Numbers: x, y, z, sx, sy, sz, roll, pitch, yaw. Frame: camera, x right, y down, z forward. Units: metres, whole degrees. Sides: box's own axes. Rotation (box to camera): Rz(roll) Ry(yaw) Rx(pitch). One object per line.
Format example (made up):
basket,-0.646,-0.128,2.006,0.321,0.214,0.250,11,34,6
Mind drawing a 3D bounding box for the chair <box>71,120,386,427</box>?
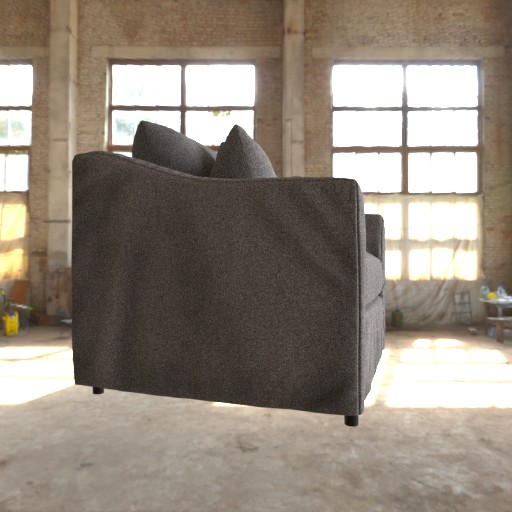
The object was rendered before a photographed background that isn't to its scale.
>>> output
chair,0.000,0.000,2.009,1.071,1.059,1.194,0,-1,20
